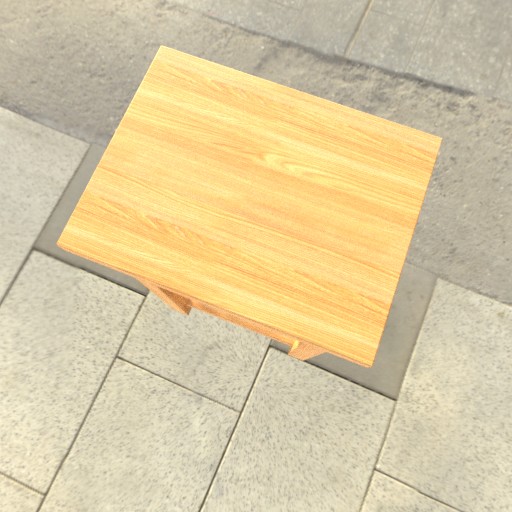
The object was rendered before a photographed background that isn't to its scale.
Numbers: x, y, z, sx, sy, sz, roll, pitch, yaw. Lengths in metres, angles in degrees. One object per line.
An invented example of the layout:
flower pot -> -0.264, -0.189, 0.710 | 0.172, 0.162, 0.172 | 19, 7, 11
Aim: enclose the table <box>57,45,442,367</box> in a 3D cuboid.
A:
table -> 0.000, 0.000, 0.750 | 0.350, 0.550, 0.270 | 20, 76, 5
